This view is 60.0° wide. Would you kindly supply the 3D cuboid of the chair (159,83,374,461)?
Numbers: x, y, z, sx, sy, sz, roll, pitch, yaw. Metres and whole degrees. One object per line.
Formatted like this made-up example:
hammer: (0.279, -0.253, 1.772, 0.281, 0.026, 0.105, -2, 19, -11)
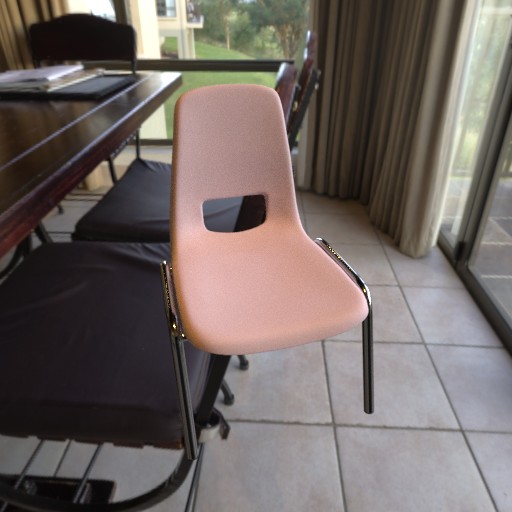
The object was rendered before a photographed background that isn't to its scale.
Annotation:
chair: (0.000, 0.000, 0.811, 0.354, 0.536, 0.385, -9, 32, -14)
